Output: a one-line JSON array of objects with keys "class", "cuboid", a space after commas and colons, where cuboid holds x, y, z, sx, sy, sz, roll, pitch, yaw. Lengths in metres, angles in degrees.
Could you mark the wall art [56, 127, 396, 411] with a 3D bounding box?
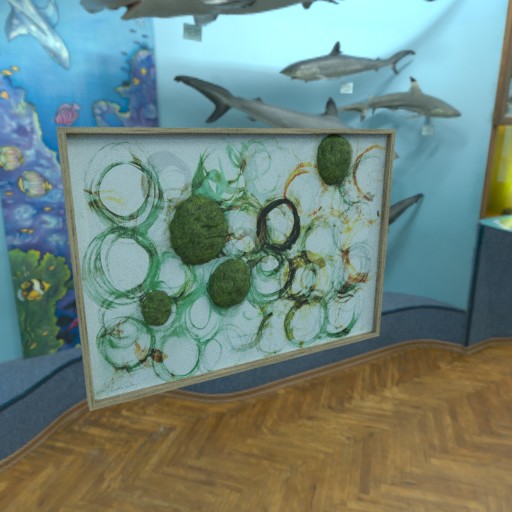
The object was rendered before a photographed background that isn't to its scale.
[{"class": "wall art", "cuboid": [0.000, 0.000, 1.100, 0.841, 0.609, 0.063, -8, 17, -26]}]
